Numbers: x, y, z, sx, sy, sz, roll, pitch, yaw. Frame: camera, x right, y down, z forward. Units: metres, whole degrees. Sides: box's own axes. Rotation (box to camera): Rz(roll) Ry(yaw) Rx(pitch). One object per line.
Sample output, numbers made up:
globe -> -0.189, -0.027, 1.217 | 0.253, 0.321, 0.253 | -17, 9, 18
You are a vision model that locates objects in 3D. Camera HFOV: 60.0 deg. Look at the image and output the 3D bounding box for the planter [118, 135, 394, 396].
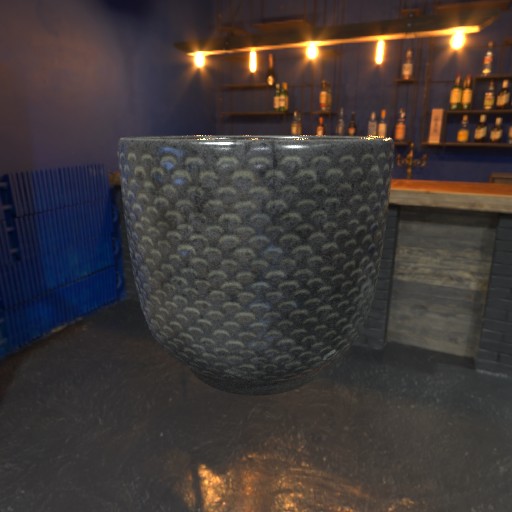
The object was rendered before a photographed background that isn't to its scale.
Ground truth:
planter -> 0.000, 0.000, 0.249 | 0.140, 0.129, 0.140 | 0, 16, 0
